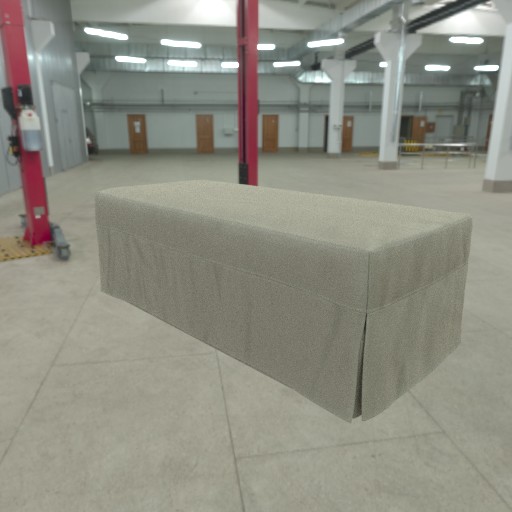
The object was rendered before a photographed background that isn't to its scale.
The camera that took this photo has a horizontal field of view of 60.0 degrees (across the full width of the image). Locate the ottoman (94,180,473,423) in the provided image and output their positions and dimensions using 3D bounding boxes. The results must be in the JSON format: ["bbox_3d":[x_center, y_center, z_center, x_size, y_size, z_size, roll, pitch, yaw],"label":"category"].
[{"bbox_3d":[0.000,0.000,1.695,1.388,0.457,0.665,16,22,43],"label":"ottoman"}]
